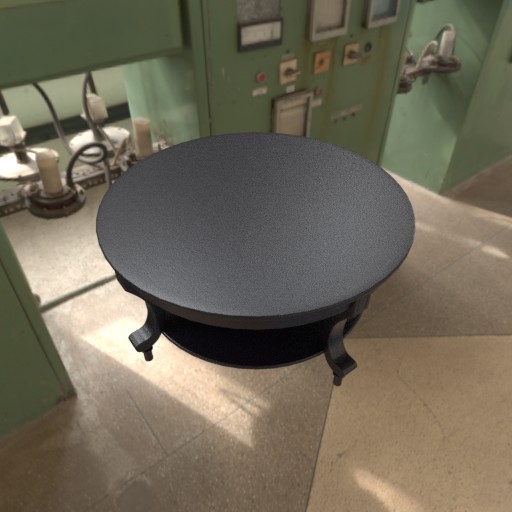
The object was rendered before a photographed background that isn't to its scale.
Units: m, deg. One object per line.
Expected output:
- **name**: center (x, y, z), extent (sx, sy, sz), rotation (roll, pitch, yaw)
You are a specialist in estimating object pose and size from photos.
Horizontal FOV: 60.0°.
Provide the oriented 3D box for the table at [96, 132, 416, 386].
- **table**: center (0.000, 0.000, 1.630), extent (1.029, 0.491, 1.029), rotation (0, 41, 0)
